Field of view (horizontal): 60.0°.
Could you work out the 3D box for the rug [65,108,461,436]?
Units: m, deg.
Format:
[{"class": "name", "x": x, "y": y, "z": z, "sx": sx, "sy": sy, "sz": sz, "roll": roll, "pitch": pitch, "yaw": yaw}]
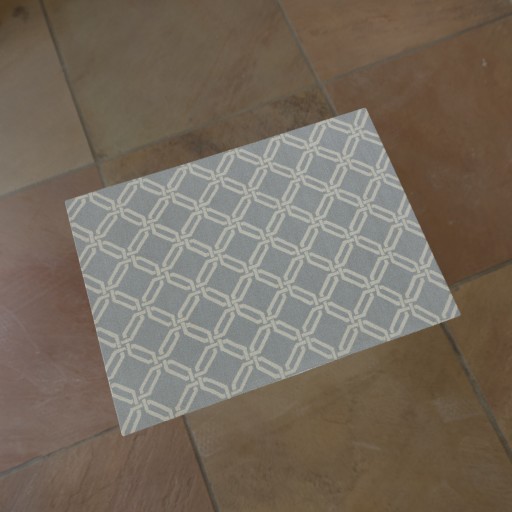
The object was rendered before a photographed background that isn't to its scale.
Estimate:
[{"class": "rug", "x": 0.000, "y": 0.000, "z": 2.799, "sx": 2.133, "sy": 0.013, "sz": 1.522, "roll": -18, "pitch": 76, "yaw": -5}]
